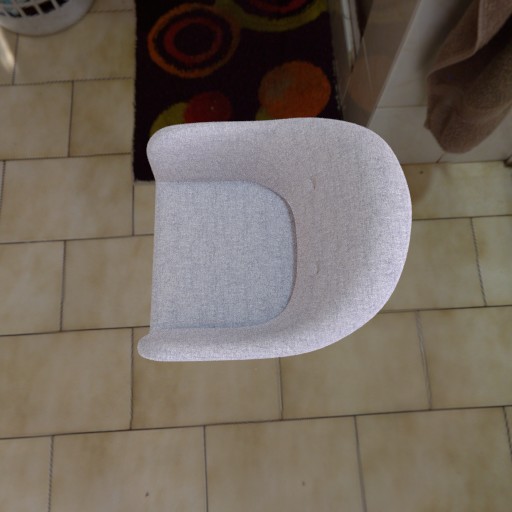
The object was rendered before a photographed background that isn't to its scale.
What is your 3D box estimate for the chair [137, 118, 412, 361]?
[{"bbox_3d":[0.000,0.000,1.166,0.570,0.780,0.540,-1,76,0],"label":"chair"}]
